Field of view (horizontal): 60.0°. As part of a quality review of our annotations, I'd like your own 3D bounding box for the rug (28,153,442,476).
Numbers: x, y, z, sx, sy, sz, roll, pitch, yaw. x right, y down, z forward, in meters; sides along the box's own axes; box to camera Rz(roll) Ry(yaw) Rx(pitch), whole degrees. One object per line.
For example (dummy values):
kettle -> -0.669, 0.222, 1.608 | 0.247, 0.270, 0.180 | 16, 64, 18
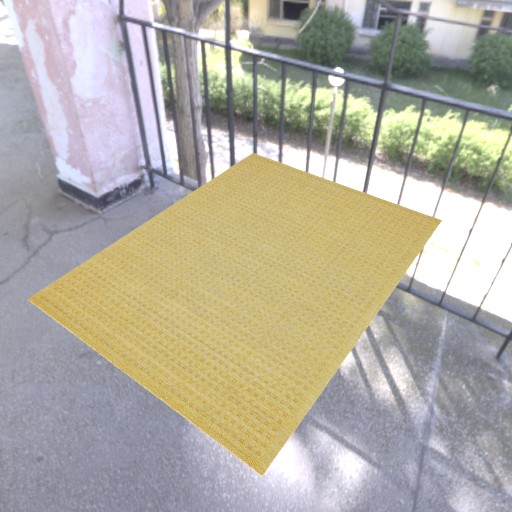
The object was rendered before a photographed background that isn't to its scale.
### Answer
rug -> 0.000, 0.000, 4.240 | 2.486, 0.015, 3.242 | 26, 47, 27
